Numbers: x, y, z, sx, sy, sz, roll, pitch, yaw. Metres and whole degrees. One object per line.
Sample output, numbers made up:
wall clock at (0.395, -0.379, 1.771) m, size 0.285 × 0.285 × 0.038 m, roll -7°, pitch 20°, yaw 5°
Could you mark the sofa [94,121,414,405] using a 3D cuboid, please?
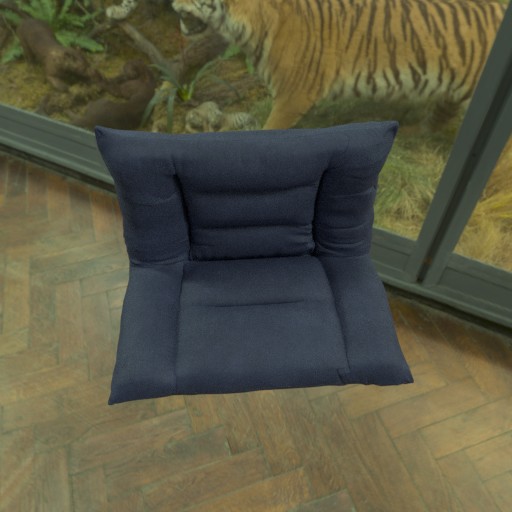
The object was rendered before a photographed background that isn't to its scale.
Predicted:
sofa at (0.000, 0.000, 1.677) m, size 1.122 × 0.778 × 0.849 m, roll -3°, pitch 48°, yaw -3°
